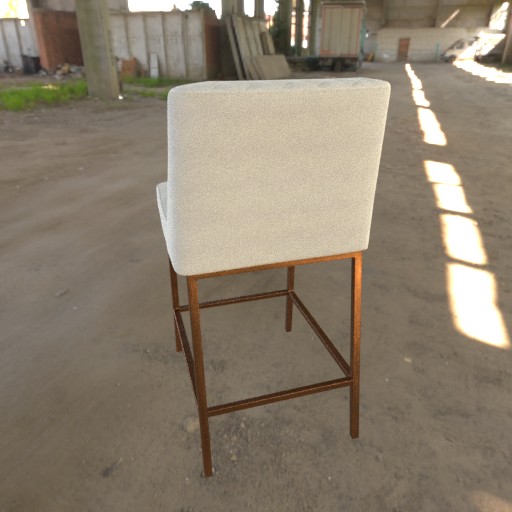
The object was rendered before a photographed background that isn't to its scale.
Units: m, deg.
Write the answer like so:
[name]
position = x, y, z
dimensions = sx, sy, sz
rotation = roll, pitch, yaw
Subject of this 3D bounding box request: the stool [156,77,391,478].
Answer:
[stool]
position = 0.000, 0.000, 1.267
dimensions = 0.507, 0.973, 0.576
rotation = -8, 27, -15
